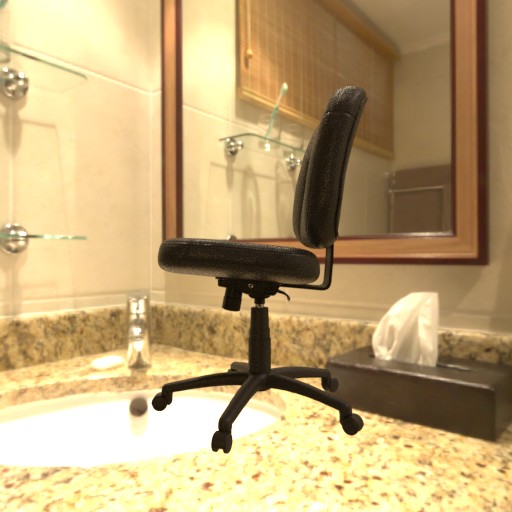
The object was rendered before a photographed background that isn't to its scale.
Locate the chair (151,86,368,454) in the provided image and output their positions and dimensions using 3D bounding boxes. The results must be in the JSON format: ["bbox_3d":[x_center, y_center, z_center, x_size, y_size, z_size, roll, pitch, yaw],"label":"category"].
[{"bbox_3d":[0.000,0.000,1.380,0.646,0.959,0.647,0,1,0],"label":"chair"}]
